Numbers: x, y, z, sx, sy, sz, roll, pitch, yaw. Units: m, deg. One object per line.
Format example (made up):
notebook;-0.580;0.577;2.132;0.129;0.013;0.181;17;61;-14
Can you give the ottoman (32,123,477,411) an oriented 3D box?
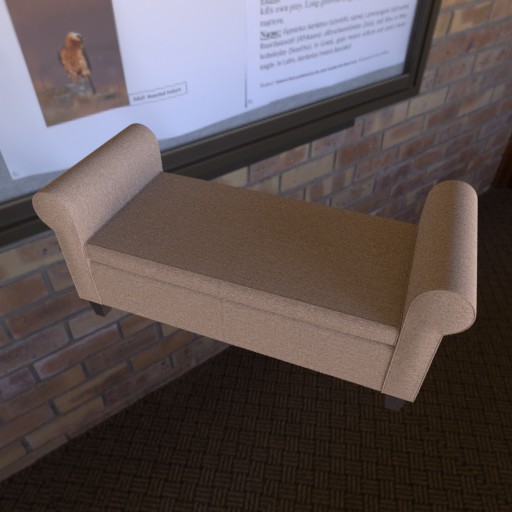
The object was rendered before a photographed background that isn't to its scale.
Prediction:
ottoman;0.000;0.000;1.486;1.256;0.547;0.521;14;43;16
